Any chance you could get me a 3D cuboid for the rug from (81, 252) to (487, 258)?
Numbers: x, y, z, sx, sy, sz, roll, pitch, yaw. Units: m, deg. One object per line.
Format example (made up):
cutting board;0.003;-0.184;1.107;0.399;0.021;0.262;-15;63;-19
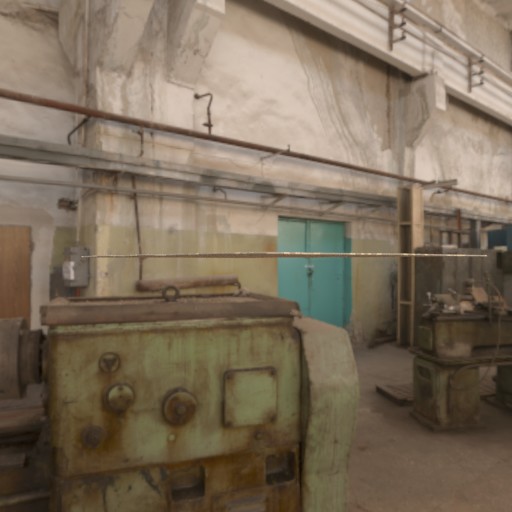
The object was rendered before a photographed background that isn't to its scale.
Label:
rug;0.000;0.000;2.781;1.522;0.013;2.133;0;-1;-37
